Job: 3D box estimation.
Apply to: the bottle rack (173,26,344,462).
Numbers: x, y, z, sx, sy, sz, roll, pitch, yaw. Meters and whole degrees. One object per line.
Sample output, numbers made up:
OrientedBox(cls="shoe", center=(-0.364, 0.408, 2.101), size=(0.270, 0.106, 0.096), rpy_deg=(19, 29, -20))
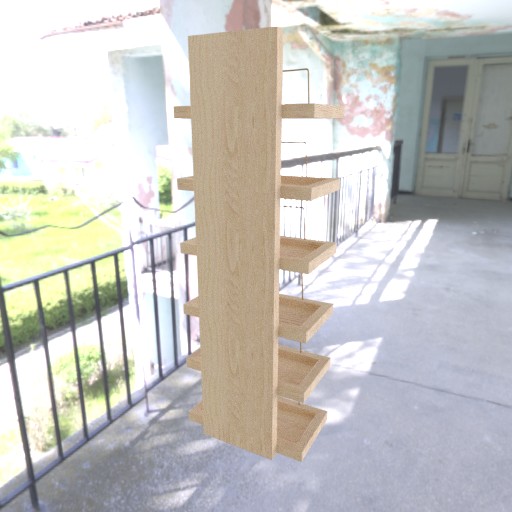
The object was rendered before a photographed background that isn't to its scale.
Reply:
OrientedBox(cls="bottle rack", center=(0.000, 0.000, 1.062), size=(0.330, 0.943, 0.206), rpy_deg=(9, 19, 27))
